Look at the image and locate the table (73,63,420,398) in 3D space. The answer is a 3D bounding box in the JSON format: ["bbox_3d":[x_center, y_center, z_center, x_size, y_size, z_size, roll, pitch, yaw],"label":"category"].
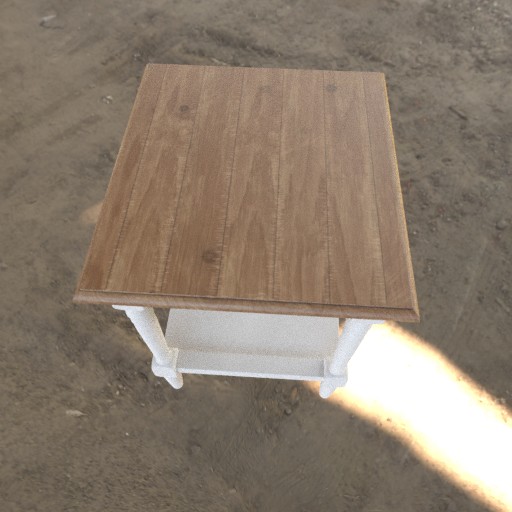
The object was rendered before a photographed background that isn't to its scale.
[{"bbox_3d":[0.000,0.000,0.942,0.457,0.561,0.508,3,58,2],"label":"table"}]
